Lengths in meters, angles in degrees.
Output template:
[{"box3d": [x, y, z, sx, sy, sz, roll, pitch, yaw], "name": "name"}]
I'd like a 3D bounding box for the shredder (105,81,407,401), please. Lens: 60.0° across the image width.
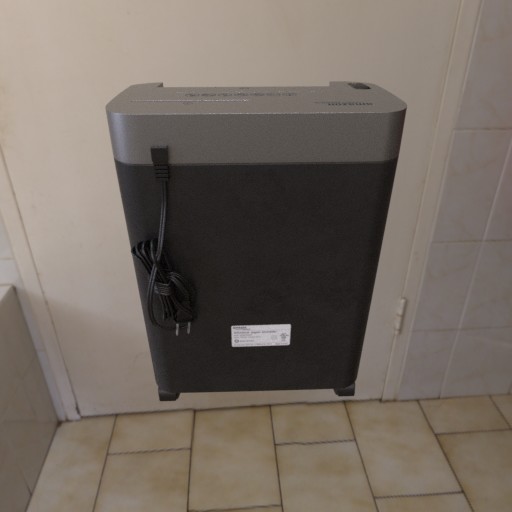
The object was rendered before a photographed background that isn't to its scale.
[{"box3d": [0.000, 0.000, 0.599, 0.311, 0.419, 0.237, -1, 30, -2], "name": "shredder"}]
